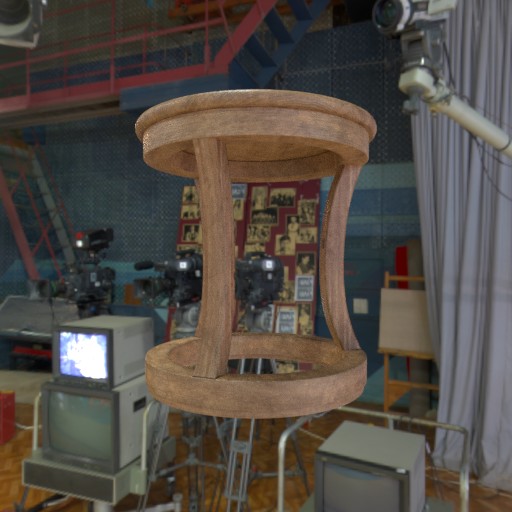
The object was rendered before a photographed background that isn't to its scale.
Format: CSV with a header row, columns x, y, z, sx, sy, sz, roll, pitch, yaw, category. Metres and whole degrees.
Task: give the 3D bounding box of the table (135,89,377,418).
x,y,z,sx,sy,sz,roll,pitch,yaw,category
0.000,0.000,0.821,0.432,0.460,0.432,0,0,0,table
